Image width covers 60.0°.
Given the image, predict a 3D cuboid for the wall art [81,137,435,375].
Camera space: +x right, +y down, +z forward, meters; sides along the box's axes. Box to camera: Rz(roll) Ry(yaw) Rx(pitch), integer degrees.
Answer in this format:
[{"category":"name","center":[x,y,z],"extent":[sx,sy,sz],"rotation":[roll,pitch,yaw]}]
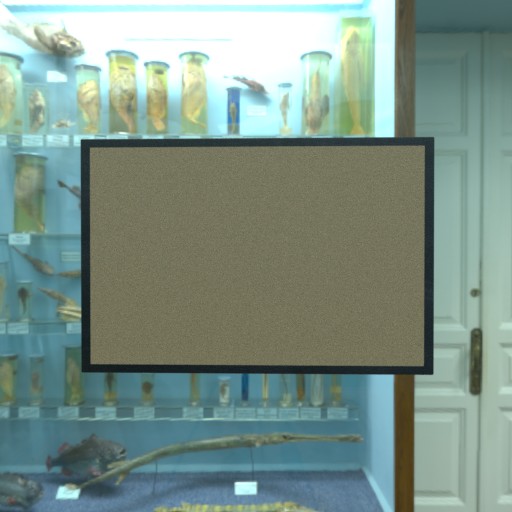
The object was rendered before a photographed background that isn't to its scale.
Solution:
[{"category":"wall art","center":[0.000,0.000,0.783],"extent":[0.610,0.409,0.038],"rotation":[0,1,1]}]
